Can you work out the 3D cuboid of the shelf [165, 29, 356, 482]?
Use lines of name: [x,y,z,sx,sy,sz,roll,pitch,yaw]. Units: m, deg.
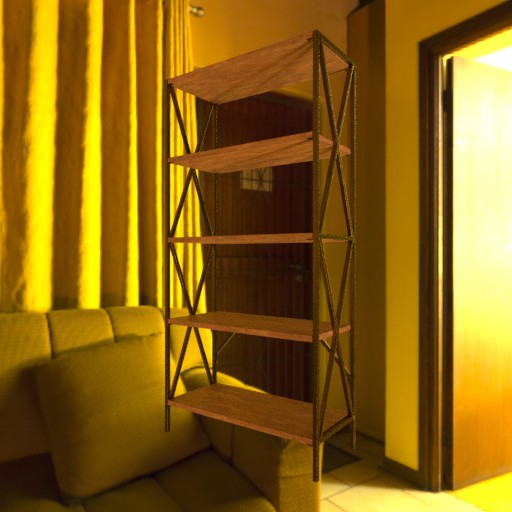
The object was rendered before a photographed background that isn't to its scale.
shelf: [0.000,0.000,2.176,0.874,1.803,0.386,0,0,36]
